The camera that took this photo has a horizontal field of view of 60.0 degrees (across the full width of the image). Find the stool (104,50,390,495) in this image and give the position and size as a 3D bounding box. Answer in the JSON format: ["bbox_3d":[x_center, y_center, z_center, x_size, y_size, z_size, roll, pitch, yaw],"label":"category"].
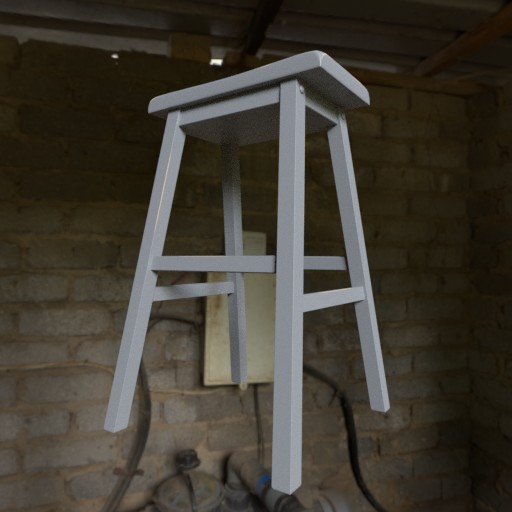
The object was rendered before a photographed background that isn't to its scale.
[{"bbox_3d":[0.000,0.000,1.007,0.457,0.737,0.476,0,0,35],"label":"stool"}]
